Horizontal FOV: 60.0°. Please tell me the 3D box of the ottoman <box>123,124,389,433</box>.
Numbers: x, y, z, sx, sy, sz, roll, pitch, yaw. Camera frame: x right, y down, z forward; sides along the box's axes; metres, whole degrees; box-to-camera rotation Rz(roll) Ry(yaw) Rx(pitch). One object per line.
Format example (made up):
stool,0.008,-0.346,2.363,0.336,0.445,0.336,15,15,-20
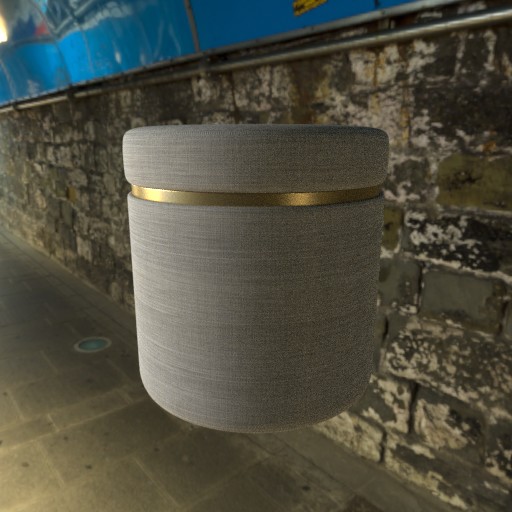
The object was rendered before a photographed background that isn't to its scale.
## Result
ottoman,0.000,0.000,0.735,0.400,0.406,0.400,0,14,0
